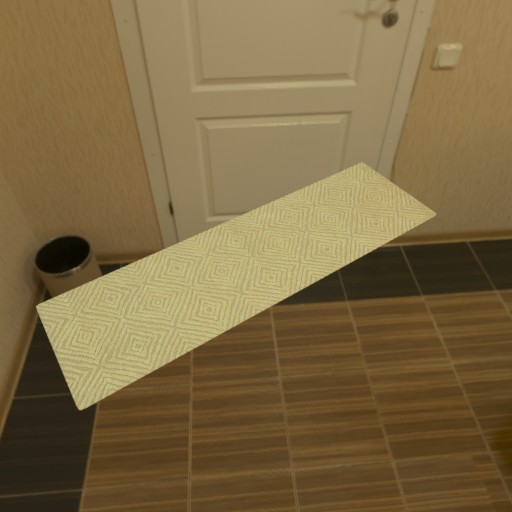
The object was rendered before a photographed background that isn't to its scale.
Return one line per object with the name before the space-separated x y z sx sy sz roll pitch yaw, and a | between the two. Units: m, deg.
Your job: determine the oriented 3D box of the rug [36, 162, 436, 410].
rug | 0.000 0.000 2.523 2.277 0.008 0.676 -26 52 -23
